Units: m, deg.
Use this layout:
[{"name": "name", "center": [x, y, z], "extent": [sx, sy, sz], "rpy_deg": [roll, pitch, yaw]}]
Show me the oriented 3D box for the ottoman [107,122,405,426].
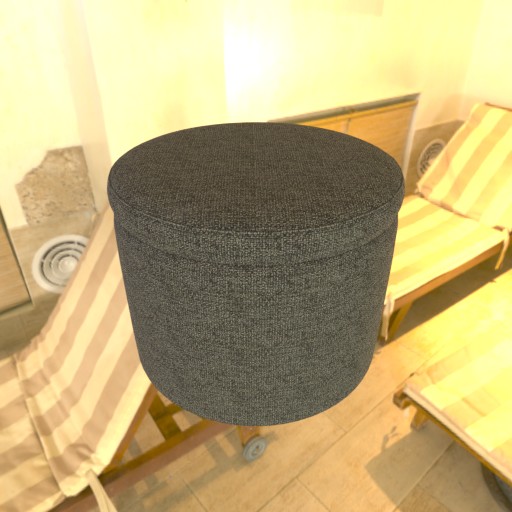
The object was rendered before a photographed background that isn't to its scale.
[{"name": "ottoman", "center": [0.000, 0.000, 0.893], "extent": [0.520, 0.430, 0.520], "rpy_deg": [0, 32, 0]}]
